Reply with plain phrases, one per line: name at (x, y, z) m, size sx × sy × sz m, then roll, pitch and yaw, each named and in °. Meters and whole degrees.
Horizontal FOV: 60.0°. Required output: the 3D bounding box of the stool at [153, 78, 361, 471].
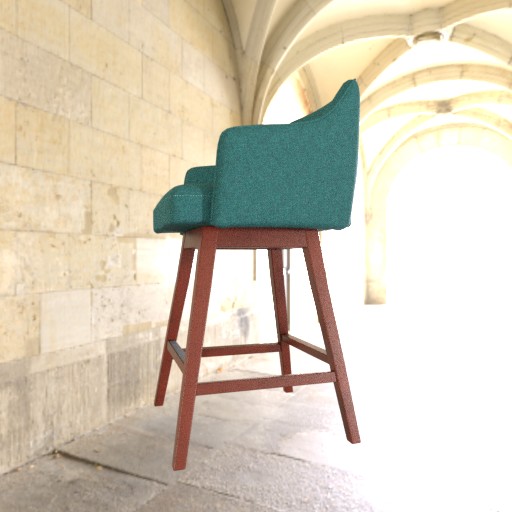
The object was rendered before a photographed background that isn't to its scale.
stool at (0.000, 0.000, 1.297) m, size 0.556 × 0.961 × 0.548 m, roll 0°, pitch 0°, yaw -18°
